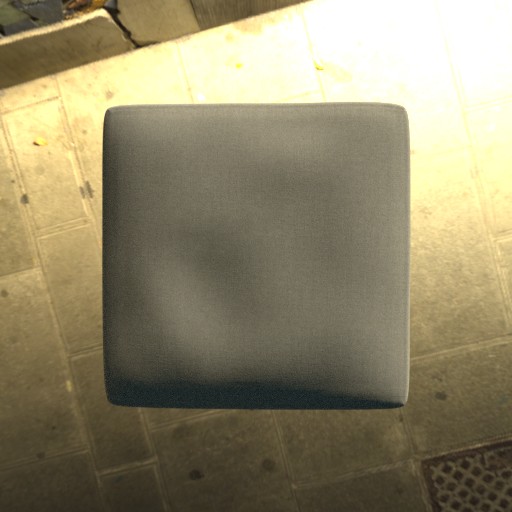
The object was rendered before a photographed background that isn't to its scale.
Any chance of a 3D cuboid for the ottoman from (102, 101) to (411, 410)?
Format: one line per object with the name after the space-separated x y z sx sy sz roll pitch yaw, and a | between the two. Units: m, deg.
0.000 0.000 1.355 0.843 0.436 0.840 0 91 2 | ottoman
